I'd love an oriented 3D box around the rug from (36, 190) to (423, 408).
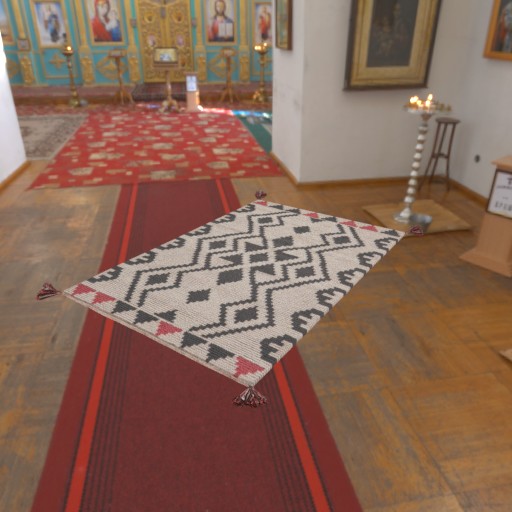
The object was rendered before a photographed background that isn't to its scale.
[{"bbox_3d":[0.000,0.000,2.673,1.444,0.067,2.069,17,31,31],"label":"rug"}]
